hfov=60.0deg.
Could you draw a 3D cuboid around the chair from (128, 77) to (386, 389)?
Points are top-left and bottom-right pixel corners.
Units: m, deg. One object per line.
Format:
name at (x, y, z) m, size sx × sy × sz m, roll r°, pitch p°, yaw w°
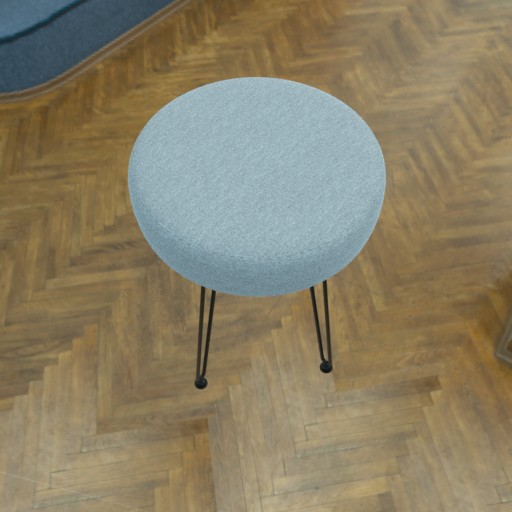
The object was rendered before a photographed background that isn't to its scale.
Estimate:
chair at (0.000, 0.000, 0.679) m, size 0.350 × 0.440 × 0.350 m, roll 33°, pitch 63°, yaw 19°
